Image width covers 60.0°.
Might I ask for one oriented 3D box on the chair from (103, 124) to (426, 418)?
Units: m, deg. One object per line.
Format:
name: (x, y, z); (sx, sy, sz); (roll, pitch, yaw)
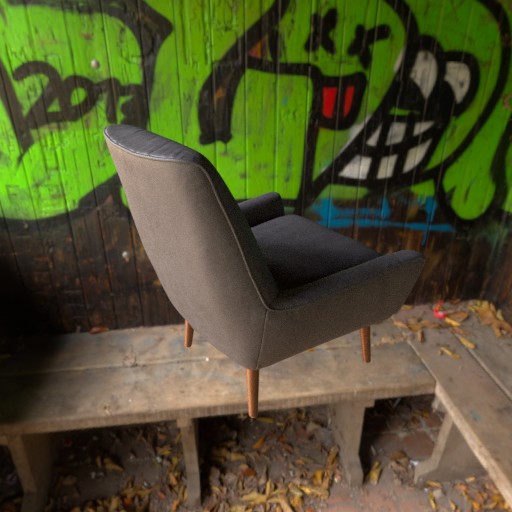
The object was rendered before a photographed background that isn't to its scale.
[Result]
chair: (0.000, 0.000, 1.499); (0.822, 0.888, 0.787); (-18, 32, -32)
